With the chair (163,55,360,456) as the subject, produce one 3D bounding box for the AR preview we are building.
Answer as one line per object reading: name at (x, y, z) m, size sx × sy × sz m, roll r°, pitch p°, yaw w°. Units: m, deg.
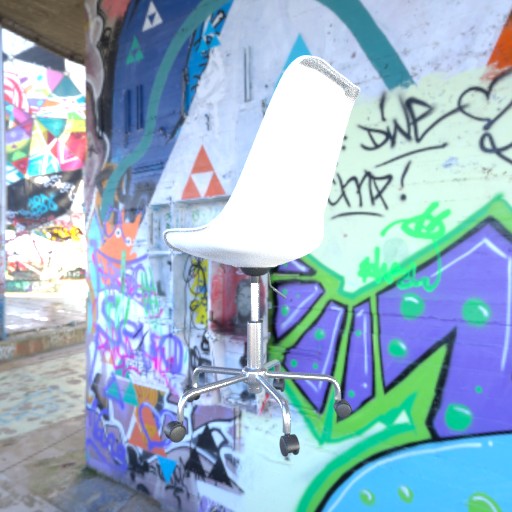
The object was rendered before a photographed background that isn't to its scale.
chair at (0.000, 0.000, 1.274) m, size 0.550 × 0.930 × 0.550 m, roll 0°, pitch 0°, yaw 36°
